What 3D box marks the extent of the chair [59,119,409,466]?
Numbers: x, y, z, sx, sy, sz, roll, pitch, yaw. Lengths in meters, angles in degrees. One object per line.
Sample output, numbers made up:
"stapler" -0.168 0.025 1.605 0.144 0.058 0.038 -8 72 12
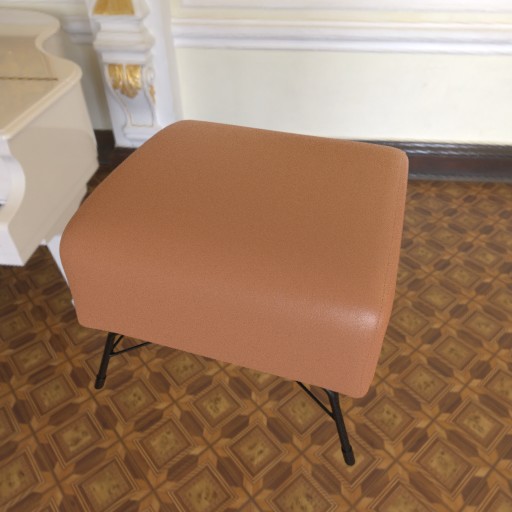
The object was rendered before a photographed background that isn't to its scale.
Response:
"chair" 0.000 0.000 0.900 0.530 0.410 0.530 12 42 13
